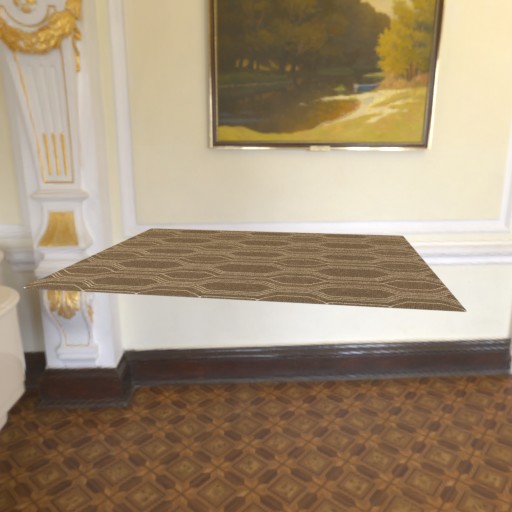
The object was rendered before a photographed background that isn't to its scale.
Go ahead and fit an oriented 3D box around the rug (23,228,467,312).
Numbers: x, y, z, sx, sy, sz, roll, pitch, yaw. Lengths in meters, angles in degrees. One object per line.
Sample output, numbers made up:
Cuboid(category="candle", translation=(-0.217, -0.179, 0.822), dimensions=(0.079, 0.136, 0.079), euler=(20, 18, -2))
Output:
Cuboid(category="rug", translation=(0.000, 0.000, 4.181), dimensions=(3.062, 0.012, 2.457), euler=(2, 14, 9))
